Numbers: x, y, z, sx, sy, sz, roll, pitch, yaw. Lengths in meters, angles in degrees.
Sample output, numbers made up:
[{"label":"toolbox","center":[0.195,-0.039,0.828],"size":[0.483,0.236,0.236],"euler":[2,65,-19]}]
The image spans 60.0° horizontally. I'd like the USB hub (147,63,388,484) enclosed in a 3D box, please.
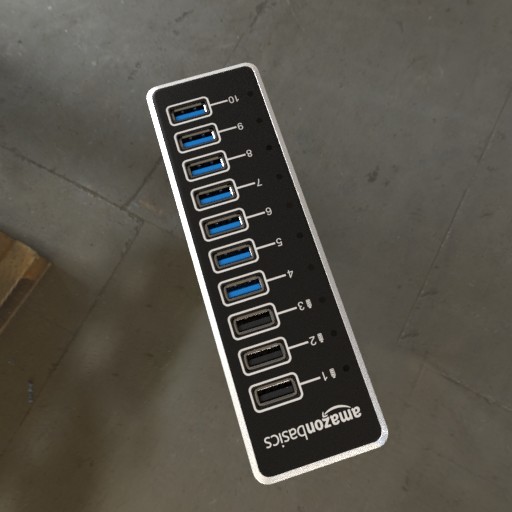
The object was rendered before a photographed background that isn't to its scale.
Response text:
[{"label":"USB hub","center":[0.000,0.000,0.163],"size":[0.044,0.023,0.145],"euler":[-17,76,-4]}]
